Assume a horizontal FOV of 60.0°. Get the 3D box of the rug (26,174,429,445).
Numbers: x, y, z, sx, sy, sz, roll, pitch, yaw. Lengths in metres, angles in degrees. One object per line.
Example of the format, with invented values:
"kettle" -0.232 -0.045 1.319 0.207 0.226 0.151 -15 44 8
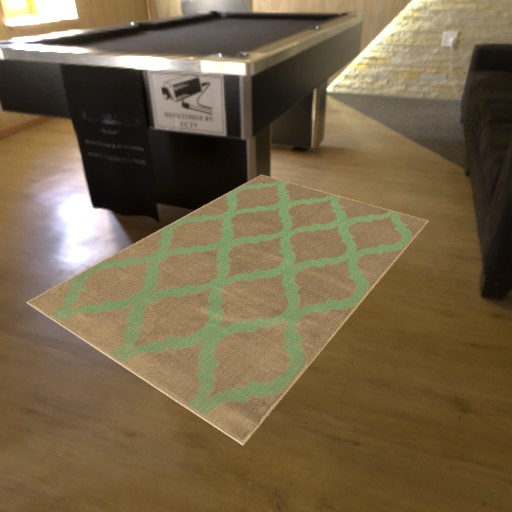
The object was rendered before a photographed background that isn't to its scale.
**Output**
"rug" 0.000 0.000 2.888 1.524 0.006 2.286 21 38 29
